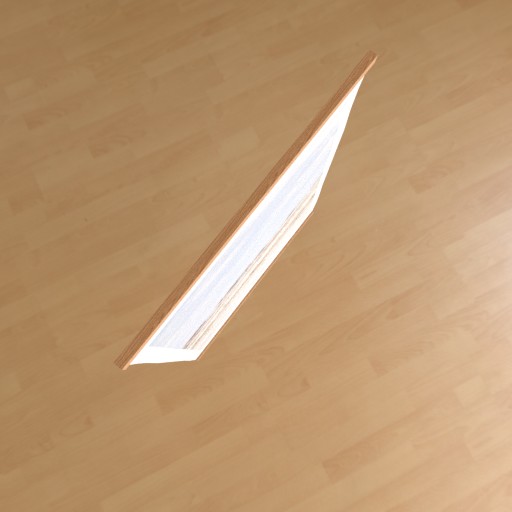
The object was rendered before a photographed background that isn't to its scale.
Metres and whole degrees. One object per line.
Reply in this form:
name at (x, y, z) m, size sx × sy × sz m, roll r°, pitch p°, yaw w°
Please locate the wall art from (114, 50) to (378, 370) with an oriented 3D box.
wall art at (0.000, 0.000, 0.784) m, size 0.011 × 0.605 × 0.458 m, roll 37°, pitch 80°, yaw 8°
